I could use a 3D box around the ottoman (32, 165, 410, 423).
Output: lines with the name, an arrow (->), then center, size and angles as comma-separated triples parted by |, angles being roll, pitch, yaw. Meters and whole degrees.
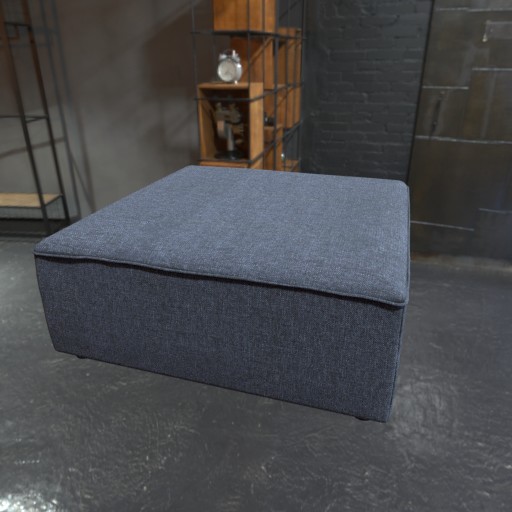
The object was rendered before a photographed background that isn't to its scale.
ottoman -> 0.000, 0.000, 1.584 | 1.017, 0.423, 1.023 | 8, 26, 16
